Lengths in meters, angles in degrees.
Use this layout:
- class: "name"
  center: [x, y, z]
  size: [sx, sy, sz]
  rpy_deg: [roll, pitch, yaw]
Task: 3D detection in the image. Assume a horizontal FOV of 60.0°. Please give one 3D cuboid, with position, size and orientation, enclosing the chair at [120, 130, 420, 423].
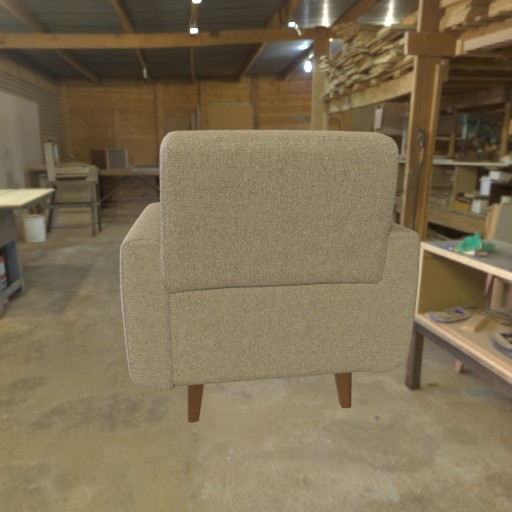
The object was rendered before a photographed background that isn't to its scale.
- class: "chair"
  center: [0.000, 0.000, 1.568]
  size: [0.831, 0.839, 0.907]
  rpy_deg: [-2, 14, -9]
